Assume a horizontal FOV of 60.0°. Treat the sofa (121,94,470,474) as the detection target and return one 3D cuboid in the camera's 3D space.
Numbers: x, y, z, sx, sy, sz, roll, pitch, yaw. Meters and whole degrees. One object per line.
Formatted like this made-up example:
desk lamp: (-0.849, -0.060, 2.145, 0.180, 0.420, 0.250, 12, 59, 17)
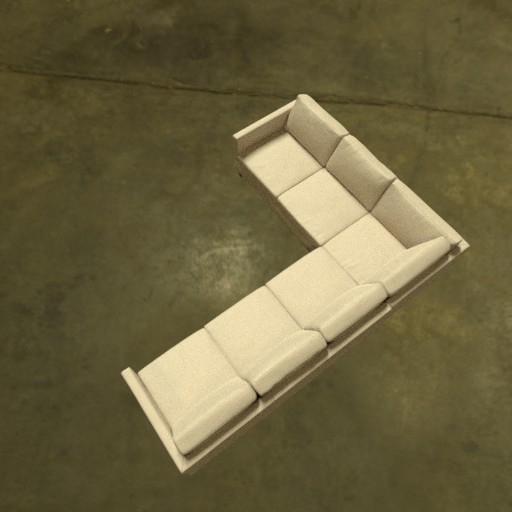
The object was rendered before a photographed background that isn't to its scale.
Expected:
sofa: (0.000, 0.000, 4.322, 3.182, 0.863, 2.432, -34, 68, -16)
